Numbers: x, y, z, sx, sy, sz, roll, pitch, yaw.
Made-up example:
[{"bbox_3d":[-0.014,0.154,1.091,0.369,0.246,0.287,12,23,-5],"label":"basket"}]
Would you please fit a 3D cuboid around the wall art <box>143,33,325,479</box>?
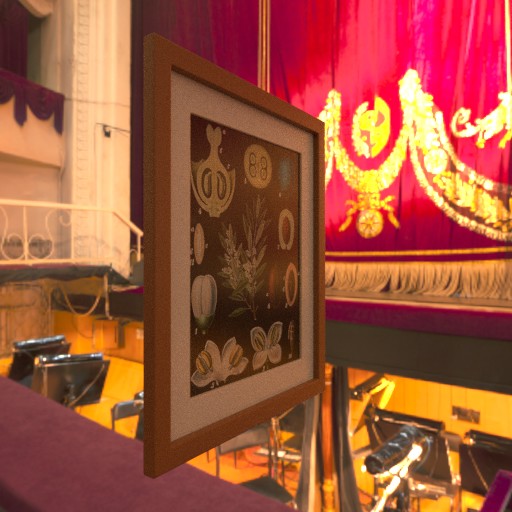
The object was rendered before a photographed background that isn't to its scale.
[{"bbox_3d":[0.000,0.000,0.504,0.015,0.379,0.310,0,0,36],"label":"wall art"}]
